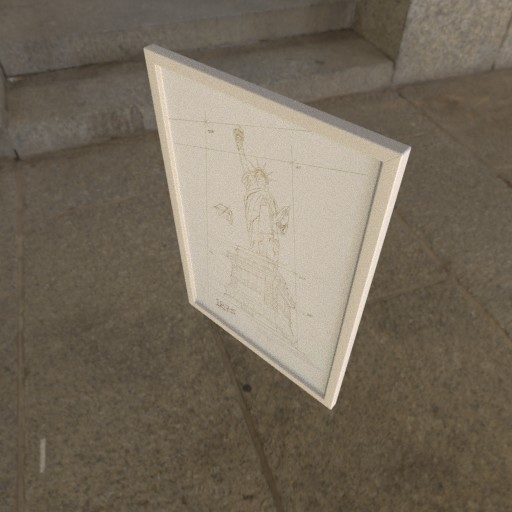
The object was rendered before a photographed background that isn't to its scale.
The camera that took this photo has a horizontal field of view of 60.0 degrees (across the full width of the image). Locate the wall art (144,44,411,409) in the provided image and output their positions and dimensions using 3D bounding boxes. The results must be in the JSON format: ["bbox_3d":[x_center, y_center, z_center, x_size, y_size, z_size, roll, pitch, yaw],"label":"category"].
[{"bbox_3d":[0.000,0.000,1.035,0.556,0.813,0.026,32,55,27],"label":"wall art"}]
